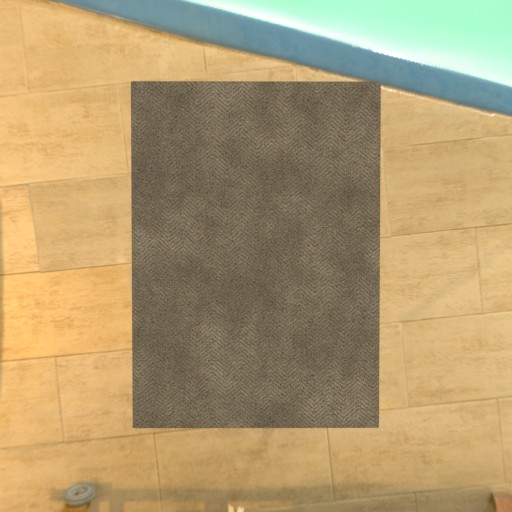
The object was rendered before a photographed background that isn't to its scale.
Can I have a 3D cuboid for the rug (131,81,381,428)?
[{"bbox_3d":[0.000,0.000,2.860,1.600,0.008,2.235,0,91,0],"label":"rug"}]
